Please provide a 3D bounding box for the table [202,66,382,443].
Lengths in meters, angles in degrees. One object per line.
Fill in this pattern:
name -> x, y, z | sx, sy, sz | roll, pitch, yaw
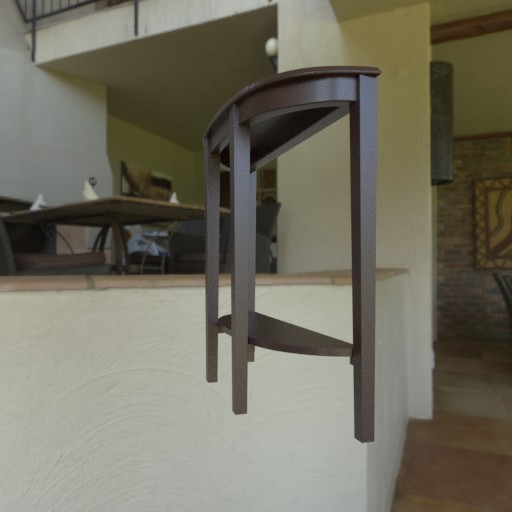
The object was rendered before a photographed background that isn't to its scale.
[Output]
table -> 0.000, 0.000, 1.353 | 0.274, 0.831, 0.909 | 0, -1, -19
